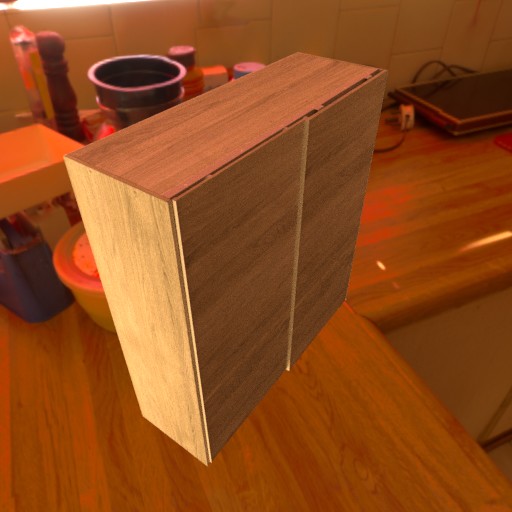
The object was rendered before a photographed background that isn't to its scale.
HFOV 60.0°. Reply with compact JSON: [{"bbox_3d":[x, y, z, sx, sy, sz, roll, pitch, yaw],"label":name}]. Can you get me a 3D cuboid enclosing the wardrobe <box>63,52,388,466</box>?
[{"bbox_3d":[0.000,0.000,2.818,0.629,1.960,1.780,25,46,27],"label":"wardrobe"}]
